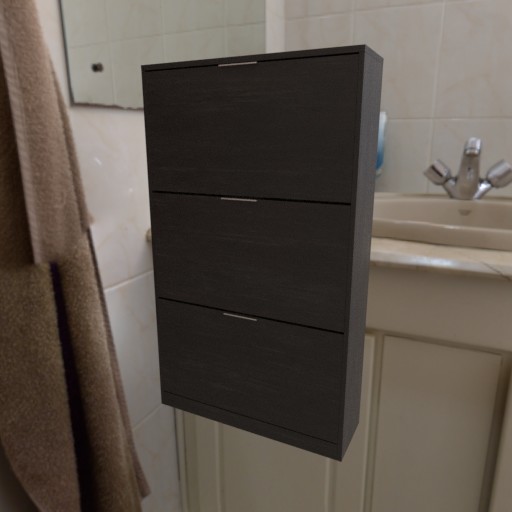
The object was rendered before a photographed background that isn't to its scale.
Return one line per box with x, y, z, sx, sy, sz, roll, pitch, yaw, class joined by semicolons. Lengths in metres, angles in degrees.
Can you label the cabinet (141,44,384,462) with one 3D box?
0.000;0.000;1.575;0.750;1.280;0.250;7;16;26;cabinet
